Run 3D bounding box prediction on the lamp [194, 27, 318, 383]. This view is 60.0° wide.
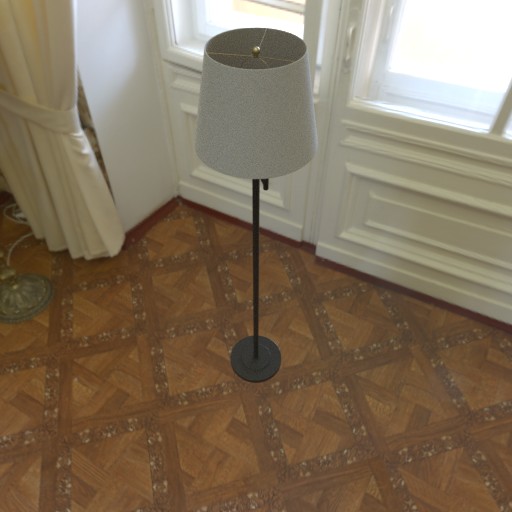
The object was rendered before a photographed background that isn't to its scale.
[{"bbox_3d":[0.000,0.000,1.601,0.348,1.473,0.348,-12,48,-11],"label":"lamp"}]
